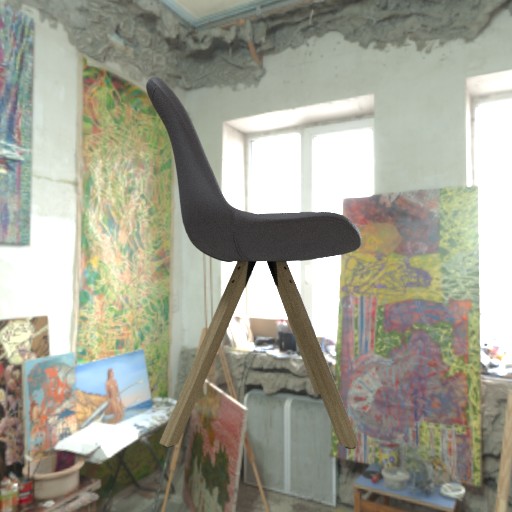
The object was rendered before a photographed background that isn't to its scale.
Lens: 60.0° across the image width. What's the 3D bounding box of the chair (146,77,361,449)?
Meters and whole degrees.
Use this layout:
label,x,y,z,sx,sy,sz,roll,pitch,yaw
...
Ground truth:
label,x,y,z,sx,sy,sz,roll,pitch,yaw
chair,0.000,0.000,1.201,0.547,0.865,0.483,0,-1,-1
